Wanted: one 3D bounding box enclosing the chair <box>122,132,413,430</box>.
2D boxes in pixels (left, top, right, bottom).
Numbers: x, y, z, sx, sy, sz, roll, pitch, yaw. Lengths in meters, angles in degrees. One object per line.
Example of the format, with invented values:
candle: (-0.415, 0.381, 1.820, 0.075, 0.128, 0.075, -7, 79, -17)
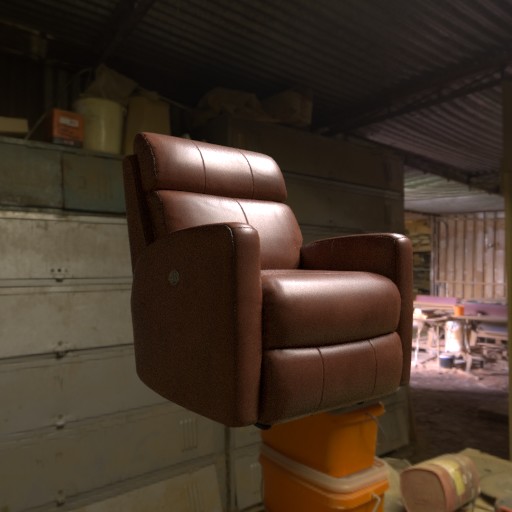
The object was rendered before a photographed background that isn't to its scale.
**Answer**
chair: (0.000, 0.000, 1.674, 0.787, 1.016, 0.939, 1, -2, -36)
